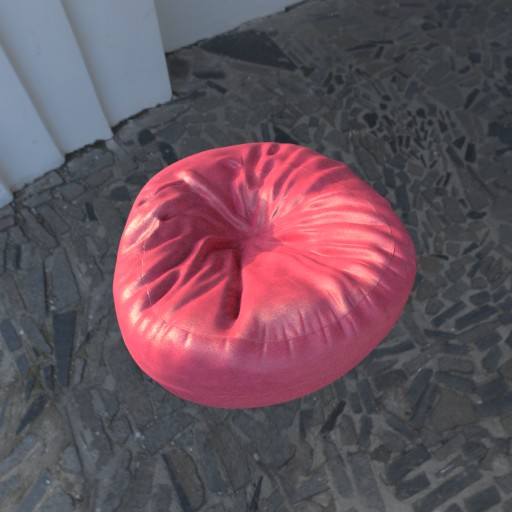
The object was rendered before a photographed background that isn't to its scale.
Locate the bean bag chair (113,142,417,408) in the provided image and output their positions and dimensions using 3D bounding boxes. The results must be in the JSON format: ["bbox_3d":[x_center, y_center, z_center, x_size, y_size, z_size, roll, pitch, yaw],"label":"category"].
[{"bbox_3d":[0.000,0.000,2.419,1.524,0.878,1.524,-16,61,-10],"label":"bean bag chair"}]
